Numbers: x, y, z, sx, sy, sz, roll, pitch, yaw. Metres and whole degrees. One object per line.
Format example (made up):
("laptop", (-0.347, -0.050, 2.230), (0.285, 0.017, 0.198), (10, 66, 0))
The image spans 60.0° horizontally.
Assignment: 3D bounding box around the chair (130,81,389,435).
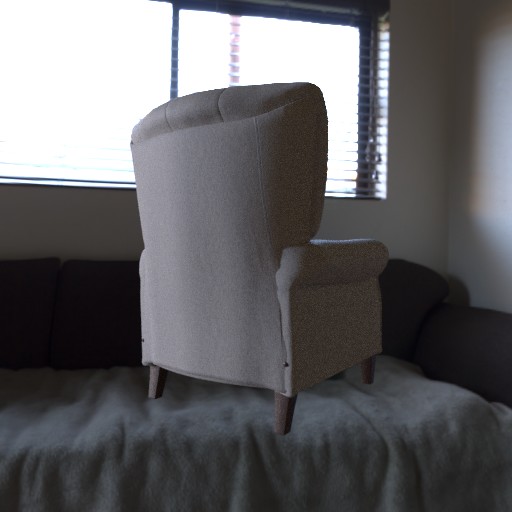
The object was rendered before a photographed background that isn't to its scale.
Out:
("chair", (0.000, 0.000, 1.950), (0.942, 1.209, 1.025), (0, 0, 36))
